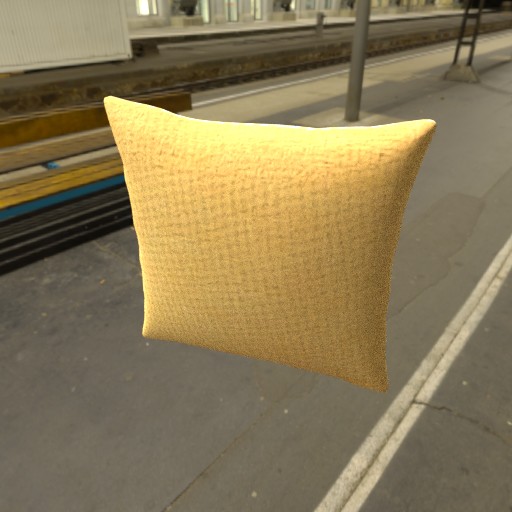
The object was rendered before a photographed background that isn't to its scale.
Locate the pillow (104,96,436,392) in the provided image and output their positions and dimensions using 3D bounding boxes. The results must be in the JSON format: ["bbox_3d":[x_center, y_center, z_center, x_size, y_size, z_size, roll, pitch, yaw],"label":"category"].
[{"bbox_3d":[0.000,0.000,0.625,0.419,0.407,0.173,9,32,16],"label":"pillow"}]
